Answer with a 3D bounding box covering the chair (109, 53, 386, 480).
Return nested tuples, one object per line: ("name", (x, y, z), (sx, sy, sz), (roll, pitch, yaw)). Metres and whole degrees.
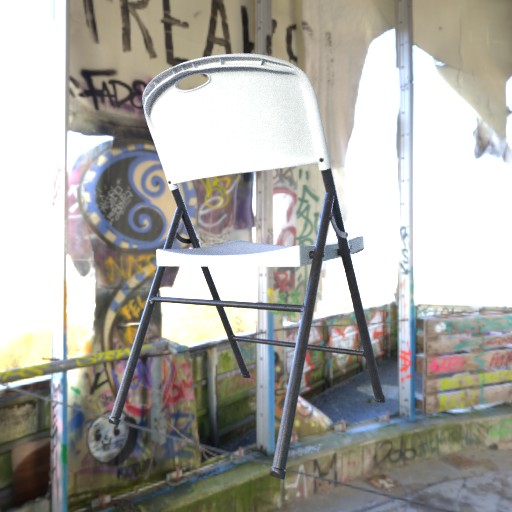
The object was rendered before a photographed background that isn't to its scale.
("chair", (0.000, 0.000, 1.151), (0.494, 0.810, 0.566), (-1, -1, 35))
